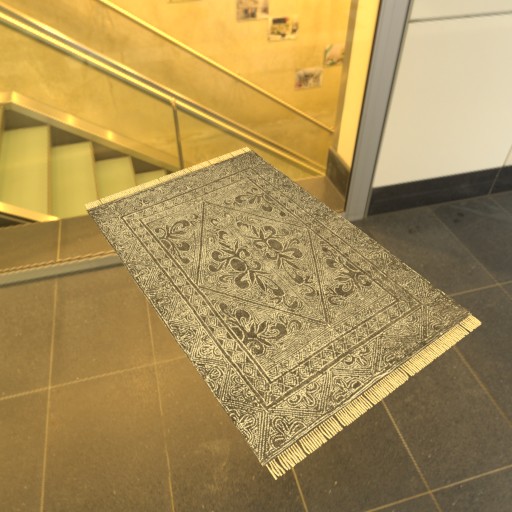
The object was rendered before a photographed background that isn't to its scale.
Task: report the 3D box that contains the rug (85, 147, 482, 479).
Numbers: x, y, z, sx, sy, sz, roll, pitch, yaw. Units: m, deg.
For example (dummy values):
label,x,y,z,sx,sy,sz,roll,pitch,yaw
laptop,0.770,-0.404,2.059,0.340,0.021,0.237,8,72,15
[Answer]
label,x,y,z,sx,sy,sz,roll,pitch,yaw
rug,0.000,0.000,2.985,1.529,0.010,2.440,-26,49,-25
